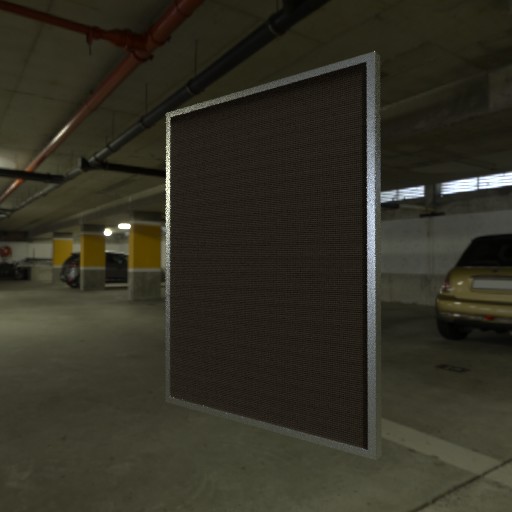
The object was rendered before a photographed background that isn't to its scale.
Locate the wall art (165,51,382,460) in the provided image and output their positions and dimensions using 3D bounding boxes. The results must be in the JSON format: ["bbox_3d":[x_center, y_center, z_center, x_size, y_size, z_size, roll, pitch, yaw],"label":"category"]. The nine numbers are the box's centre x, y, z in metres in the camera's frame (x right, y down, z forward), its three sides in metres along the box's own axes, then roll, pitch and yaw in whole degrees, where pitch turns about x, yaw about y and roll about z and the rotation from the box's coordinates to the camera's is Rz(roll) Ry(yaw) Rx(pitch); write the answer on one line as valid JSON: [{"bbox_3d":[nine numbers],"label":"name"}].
[{"bbox_3d":[0.000,0.000,1.401,0.801,1.062,0.037,-1,-1,37],"label":"wall art"}]
